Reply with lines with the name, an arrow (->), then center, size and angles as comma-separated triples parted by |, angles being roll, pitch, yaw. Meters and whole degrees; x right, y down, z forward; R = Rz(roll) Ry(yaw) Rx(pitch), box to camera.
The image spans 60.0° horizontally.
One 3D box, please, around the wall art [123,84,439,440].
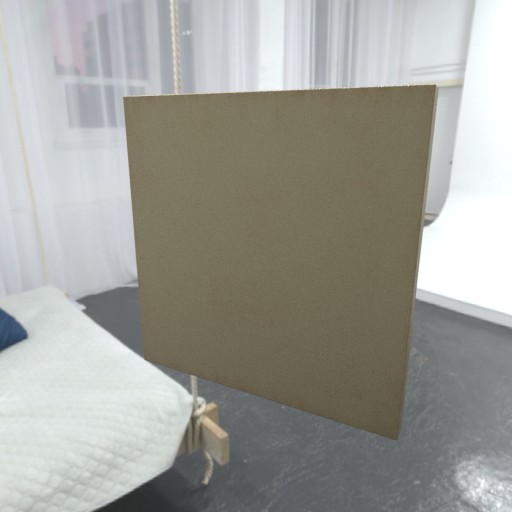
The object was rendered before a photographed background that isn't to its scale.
wall art -> 0.000, 0.000, 0.727 | 0.503, 0.506, 0.030 | 9, 19, 27
